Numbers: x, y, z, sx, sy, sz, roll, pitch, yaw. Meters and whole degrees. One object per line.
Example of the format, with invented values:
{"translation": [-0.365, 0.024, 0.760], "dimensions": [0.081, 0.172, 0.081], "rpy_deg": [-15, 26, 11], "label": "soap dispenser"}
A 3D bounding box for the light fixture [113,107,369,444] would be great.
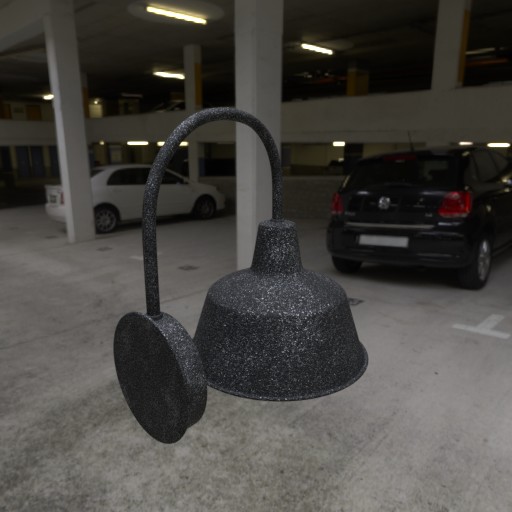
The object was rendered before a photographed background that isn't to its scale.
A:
{"translation": [0.000, 0.000, 0.477], "dimensions": [0.216, 0.300, 0.283], "rpy_deg": [14, 20, 43], "label": "light fixture"}
